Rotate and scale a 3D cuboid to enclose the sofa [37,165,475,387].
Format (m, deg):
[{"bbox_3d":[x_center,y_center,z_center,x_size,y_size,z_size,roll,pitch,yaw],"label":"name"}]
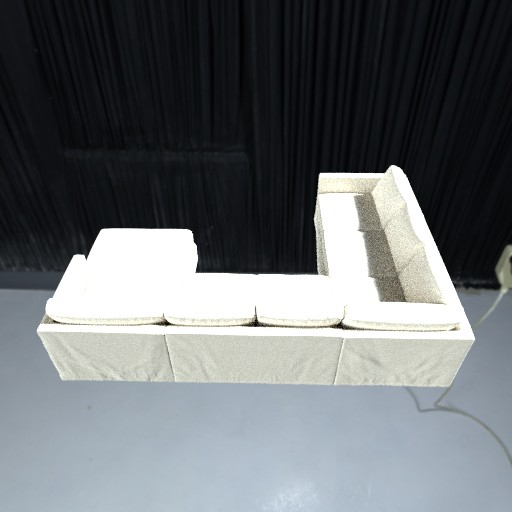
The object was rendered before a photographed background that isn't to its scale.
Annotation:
[{"bbox_3d":[0.000,0.000,4.514,3.460,0.882,2.427,1,42,1],"label":"sofa"}]
